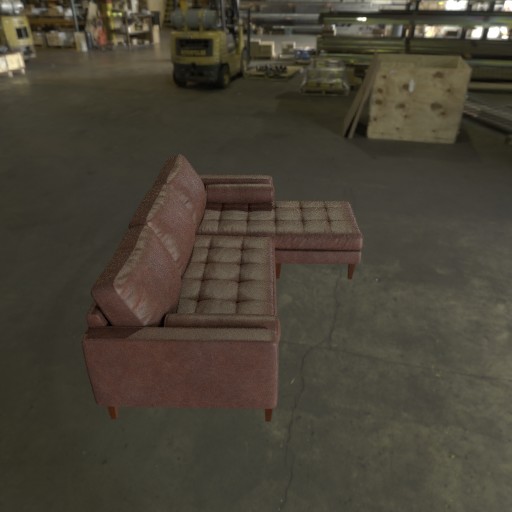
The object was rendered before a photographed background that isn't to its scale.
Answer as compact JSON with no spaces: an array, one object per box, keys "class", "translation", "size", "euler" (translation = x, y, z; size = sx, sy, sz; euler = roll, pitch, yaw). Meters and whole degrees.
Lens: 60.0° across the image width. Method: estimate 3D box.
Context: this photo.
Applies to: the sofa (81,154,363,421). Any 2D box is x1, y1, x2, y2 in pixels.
[{"class":"sofa","translation":[0.000,0.000,3.054],"size":[1.613,0.841,2.185],"euler":[1,31,1]}]
